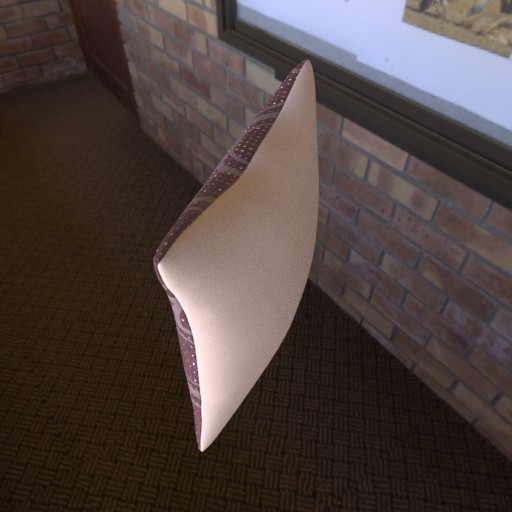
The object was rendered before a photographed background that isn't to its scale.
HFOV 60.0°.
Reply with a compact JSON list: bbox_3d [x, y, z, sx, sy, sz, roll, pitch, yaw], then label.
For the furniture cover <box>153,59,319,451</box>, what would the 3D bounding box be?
[{"bbox_3d":[0.000,0.000,0.810,0.193,0.509,0.552,15,48,14],"label":"furniture cover"}]
